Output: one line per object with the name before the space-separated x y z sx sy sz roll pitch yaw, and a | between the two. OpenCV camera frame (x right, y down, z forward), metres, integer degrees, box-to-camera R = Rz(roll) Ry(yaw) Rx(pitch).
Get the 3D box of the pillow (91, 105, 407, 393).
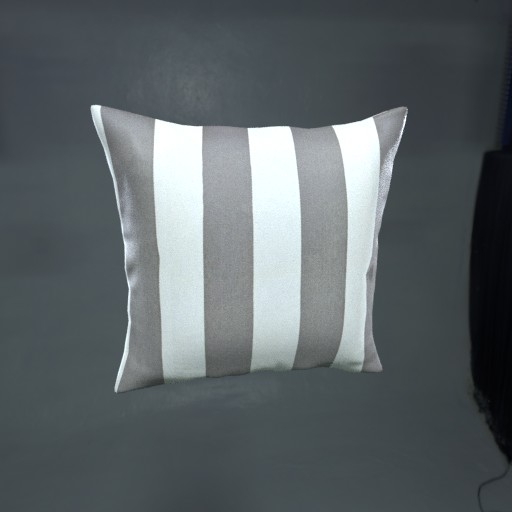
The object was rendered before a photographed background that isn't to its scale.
pillow | 0.000 0.000 0.786 0.522 0.507 0.192 -2 16 -9
